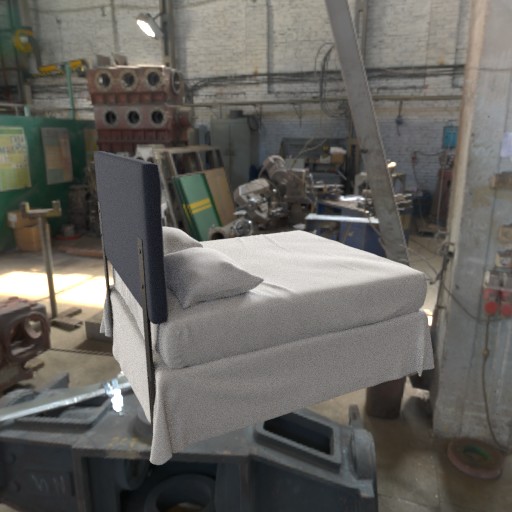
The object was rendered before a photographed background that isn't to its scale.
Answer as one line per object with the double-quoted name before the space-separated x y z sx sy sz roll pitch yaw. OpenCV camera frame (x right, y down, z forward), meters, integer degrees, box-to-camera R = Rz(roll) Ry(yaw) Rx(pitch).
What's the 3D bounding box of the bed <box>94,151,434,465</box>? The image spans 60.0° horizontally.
"bed" 0.000 0.000 3.452 2.222 1.577 1.936 -8 17 -26
